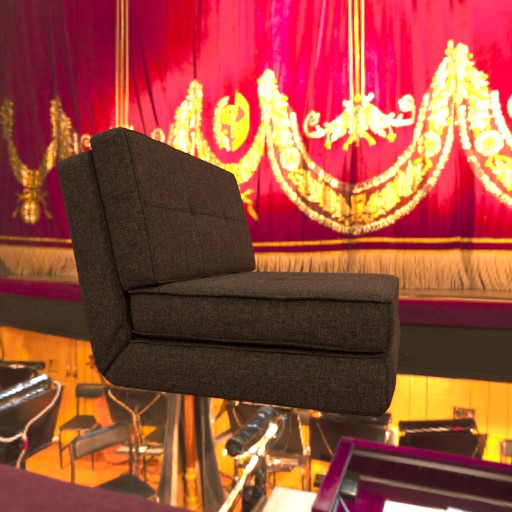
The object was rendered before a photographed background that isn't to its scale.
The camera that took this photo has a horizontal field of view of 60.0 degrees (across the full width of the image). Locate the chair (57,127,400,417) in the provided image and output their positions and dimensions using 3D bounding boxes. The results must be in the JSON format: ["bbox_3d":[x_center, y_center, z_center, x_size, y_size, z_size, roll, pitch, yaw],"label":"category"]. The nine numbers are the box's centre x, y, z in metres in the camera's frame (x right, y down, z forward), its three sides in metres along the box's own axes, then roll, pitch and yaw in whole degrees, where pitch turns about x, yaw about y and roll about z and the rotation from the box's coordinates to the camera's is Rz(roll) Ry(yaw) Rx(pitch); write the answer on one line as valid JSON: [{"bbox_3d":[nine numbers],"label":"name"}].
[{"bbox_3d":[0.000,0.000,1.294,0.800,0.615,0.740,0,1,19],"label":"chair"}]
